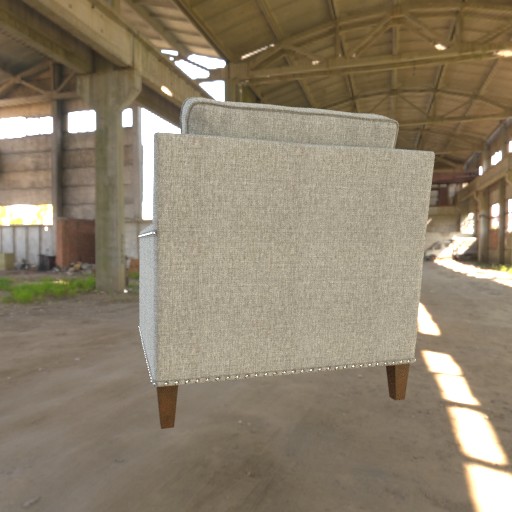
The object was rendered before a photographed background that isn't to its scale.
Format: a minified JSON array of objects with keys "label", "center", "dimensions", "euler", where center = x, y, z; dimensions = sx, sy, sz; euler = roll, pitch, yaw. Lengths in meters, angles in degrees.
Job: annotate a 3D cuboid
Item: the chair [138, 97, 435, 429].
[{"label":"chair","center":[0.000,0.000,1.721],"dimensions":[0.853,0.943,1.014],"euler":[-1,2,-17]}]
